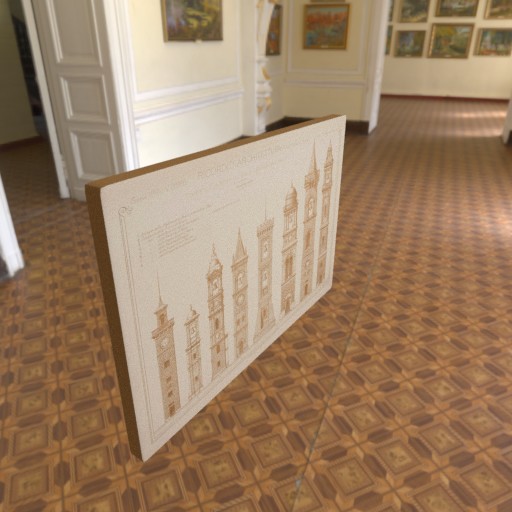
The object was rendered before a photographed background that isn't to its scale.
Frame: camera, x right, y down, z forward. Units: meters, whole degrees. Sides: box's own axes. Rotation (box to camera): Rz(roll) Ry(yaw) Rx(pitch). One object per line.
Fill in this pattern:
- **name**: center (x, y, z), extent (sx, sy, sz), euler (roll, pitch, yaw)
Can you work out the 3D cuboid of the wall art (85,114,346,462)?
- **wall art**: center (0.000, 0.000, 0.484), extent (0.019, 0.254, 0.380), euler (17, 30, 31)
